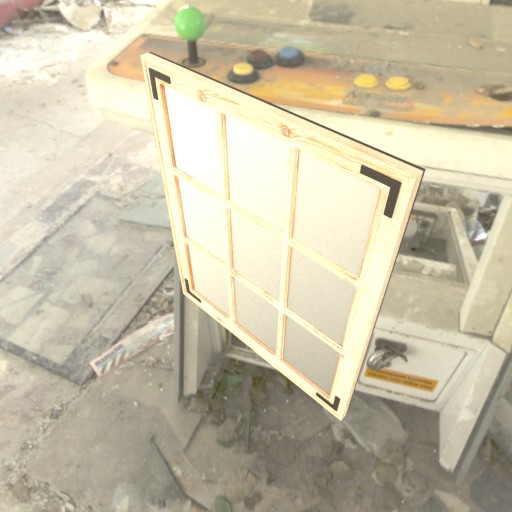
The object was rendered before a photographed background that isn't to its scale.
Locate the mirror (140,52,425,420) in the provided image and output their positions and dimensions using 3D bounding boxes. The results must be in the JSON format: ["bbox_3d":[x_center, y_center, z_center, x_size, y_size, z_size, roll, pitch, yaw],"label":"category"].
[{"bbox_3d":[0.000,0.000,1.205,0.730,0.882,0.032,34,54,29],"label":"mirror"}]
